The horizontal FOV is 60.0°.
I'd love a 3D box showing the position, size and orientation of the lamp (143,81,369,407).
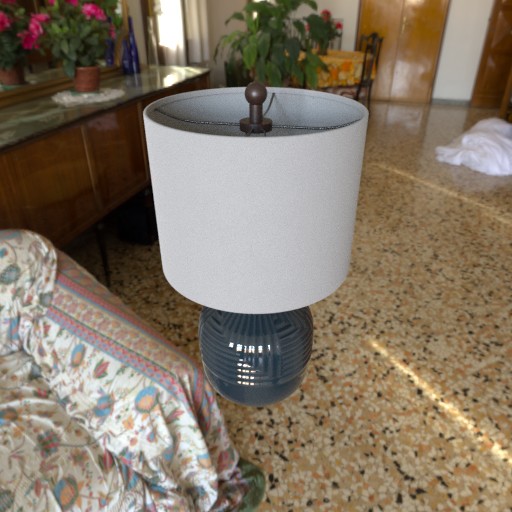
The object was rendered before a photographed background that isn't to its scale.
[{"bbox_3d":[0.000,0.000,0.765,0.318,0.567,0.318,0,31,0],"label":"lamp"}]
